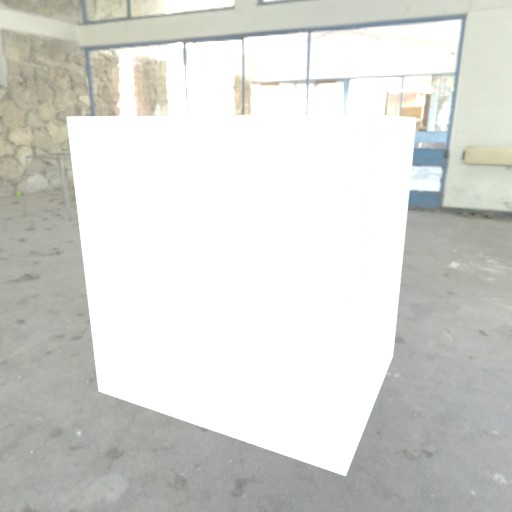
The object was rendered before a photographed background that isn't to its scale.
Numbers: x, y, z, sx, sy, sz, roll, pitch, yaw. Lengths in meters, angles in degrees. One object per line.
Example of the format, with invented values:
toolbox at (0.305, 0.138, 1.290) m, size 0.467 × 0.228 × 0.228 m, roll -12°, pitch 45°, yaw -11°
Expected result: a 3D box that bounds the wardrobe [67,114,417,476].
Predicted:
wardrobe at (0.000, 0.000, 0.870) m, size 0.500 × 0.520 × 0.400 m, roll 8°, pitch 18°, yaw 25°
